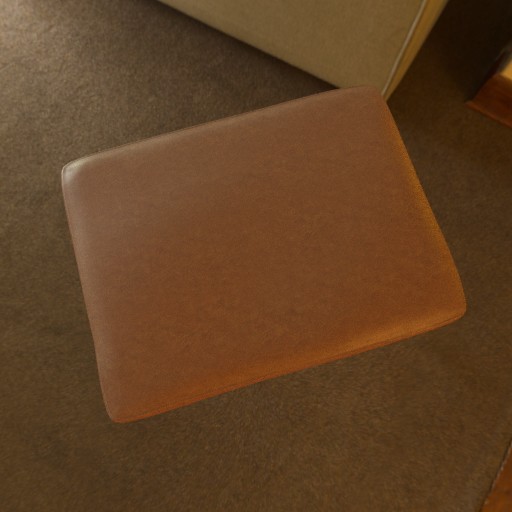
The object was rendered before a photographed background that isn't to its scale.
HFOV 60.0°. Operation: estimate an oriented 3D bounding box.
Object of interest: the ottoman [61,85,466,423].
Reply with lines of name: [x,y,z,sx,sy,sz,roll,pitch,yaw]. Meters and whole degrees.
ottoman: [0.000,0.000,1.228,0.851,0.485,0.650,-16,76,-4]
